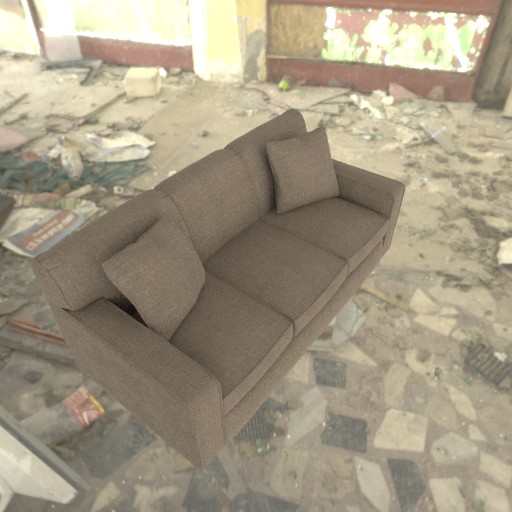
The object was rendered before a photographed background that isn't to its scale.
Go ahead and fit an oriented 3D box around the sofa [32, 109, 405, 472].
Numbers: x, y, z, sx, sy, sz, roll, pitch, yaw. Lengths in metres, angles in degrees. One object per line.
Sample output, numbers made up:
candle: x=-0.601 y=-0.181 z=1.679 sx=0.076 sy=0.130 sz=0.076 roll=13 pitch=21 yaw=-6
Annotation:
sofa: x=0.000 y=0.000 z=2.587 sx=0.997 sy=0.958 sz=2.024 roll=27 pitch=48 yaw=27
